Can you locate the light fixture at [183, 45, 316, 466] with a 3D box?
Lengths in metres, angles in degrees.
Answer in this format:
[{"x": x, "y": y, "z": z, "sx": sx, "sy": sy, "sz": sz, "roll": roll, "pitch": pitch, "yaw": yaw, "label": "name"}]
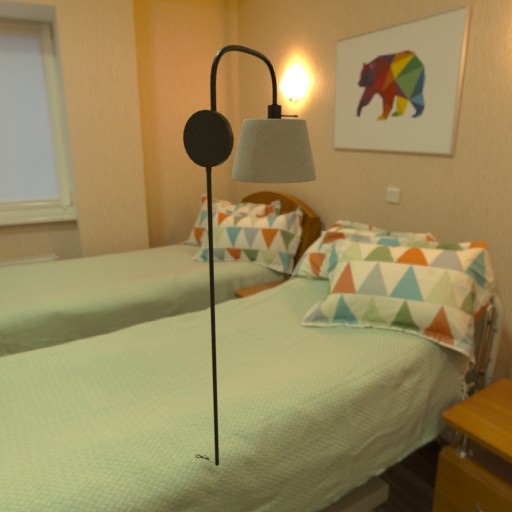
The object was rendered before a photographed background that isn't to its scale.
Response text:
[{"x": 0.000, "y": 0.000, "z": 0.469, "sx": 0.092, "sy": 0.399, "sz": 0.176, "roll": 8, "pitch": 18, "yaw": 27, "label": "light fixture"}]
